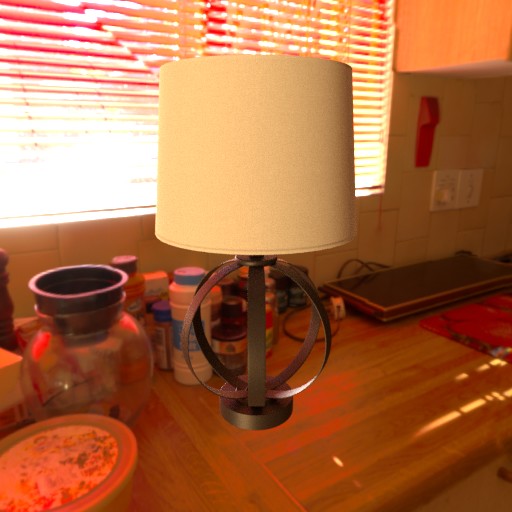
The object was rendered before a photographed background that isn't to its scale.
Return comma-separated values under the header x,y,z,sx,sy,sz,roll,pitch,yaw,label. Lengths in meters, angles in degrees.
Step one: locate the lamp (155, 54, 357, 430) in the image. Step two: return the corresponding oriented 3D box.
x,y,z,sx,sy,sz,roll,pitch,yaw,label
0.000,0.000,0.657,0.286,0.510,0.286,0,15,0,lamp
